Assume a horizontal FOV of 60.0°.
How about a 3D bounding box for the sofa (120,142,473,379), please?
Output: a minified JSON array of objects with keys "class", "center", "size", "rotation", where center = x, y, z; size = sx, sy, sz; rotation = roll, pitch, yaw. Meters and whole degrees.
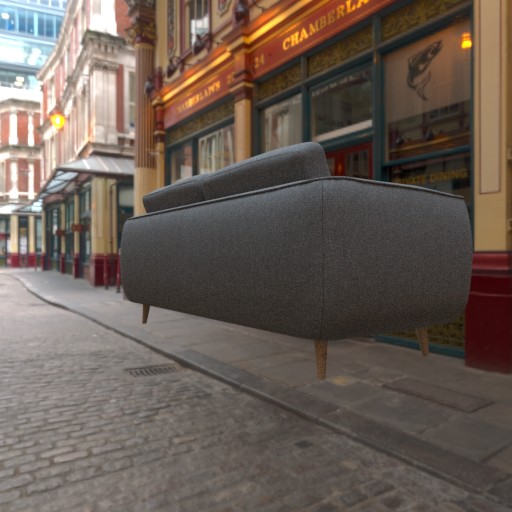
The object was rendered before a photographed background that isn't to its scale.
[{"class":"sofa","center":[0.000,0.000,2.404],"size":[0.920,0.870,2.000],"rotation":[0,0,-36]}]
